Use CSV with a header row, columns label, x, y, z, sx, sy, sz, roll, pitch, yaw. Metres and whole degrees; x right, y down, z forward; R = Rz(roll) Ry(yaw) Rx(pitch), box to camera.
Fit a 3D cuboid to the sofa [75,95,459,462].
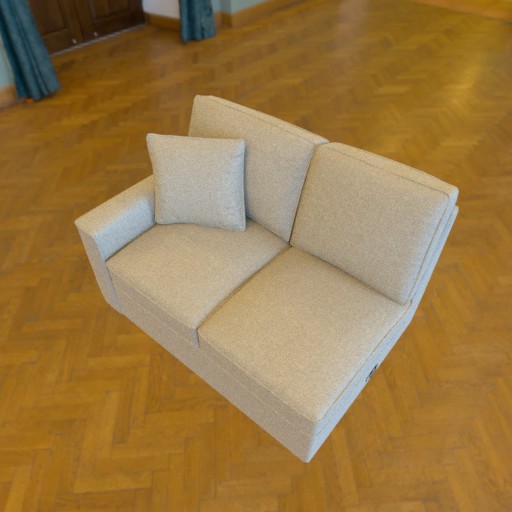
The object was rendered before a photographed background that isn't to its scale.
label,x,y,z,sx,sy,sz,roll,pitch,yaw
sofa,0.000,0.000,2.071,1.388,0.989,0.991,31,53,27
